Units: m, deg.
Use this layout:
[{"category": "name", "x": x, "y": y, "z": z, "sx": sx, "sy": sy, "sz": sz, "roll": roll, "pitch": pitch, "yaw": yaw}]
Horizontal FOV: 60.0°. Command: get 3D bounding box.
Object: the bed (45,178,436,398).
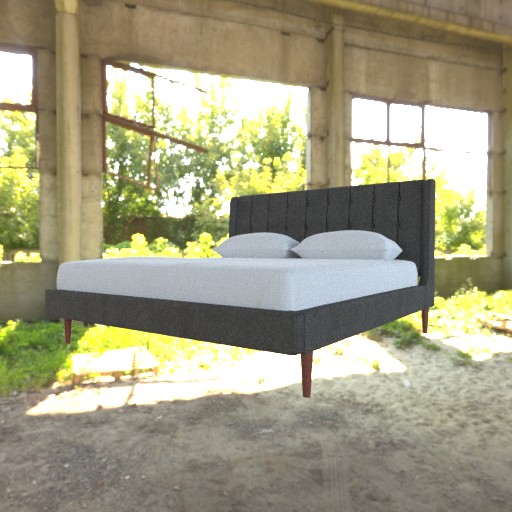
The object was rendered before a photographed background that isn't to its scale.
[{"category": "bed", "x": 0.000, "y": 0.000, "z": 2.506, "sx": 1.531, "sy": 0.933, "sz": 1.638, "roll": 1, "pitch": 1, "yaw": 36}]
